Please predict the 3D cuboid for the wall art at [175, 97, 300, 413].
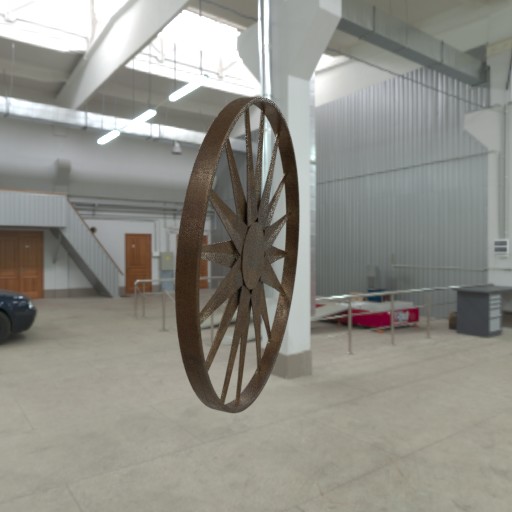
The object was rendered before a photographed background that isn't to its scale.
[{"bbox_3d":[0.000,0.000,0.863,0.084,0.583,0.582,0,1,18],"label":"wall art"}]
